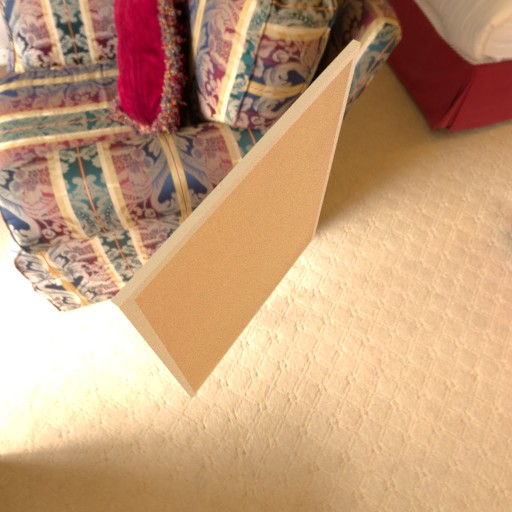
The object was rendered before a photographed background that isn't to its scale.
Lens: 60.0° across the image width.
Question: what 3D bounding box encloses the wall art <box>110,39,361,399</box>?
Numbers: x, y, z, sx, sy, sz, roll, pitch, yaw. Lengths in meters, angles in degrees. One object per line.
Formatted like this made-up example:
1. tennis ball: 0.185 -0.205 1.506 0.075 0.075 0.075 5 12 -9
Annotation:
1. wall art: 0.000 0.000 0.778 0.012 0.557 0.482 33 68 15
